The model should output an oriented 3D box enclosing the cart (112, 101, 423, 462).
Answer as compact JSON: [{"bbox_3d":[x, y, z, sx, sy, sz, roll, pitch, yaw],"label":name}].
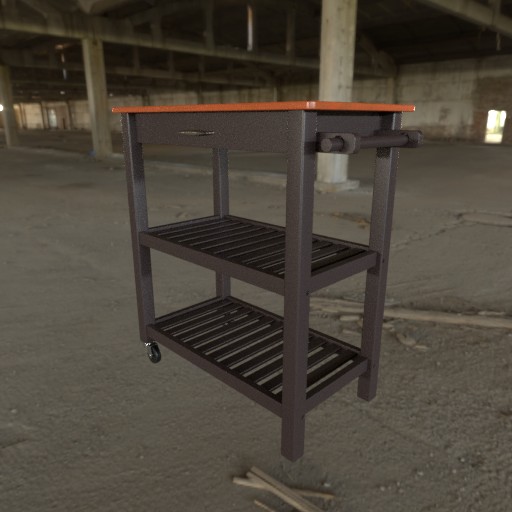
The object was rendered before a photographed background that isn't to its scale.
[{"bbox_3d":[0.000,0.000,1.449,0.457,0.927,0.899,-17,24,-42],"label":"cart"}]
